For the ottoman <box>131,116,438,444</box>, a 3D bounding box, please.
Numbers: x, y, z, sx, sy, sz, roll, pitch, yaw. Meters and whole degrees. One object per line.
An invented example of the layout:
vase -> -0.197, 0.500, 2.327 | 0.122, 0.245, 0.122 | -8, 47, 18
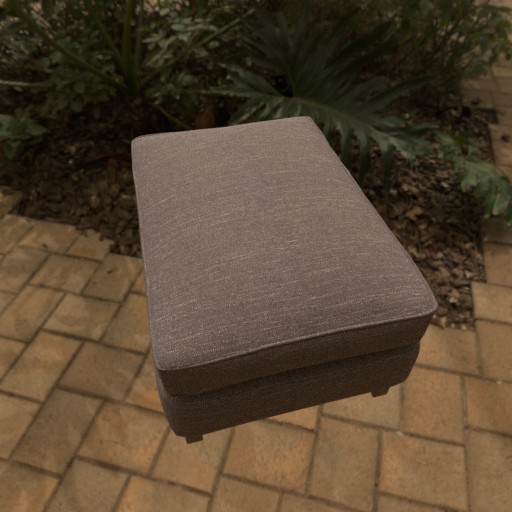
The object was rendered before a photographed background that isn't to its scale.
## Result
ottoman -> 0.000, 0.000, 1.005 | 0.508, 0.406, 0.686 | -10, 46, -10
